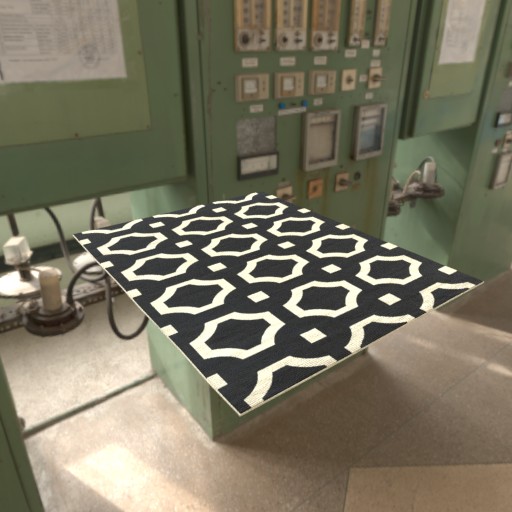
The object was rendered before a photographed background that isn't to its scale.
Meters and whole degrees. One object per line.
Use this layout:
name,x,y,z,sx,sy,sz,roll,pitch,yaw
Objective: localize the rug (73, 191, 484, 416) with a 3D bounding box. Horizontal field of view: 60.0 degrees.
rug,0.000,0.000,4.122,2.466,0.021,3.049,-18,31,-32
